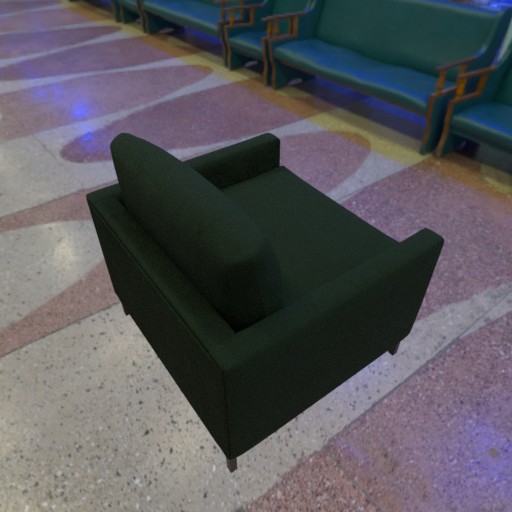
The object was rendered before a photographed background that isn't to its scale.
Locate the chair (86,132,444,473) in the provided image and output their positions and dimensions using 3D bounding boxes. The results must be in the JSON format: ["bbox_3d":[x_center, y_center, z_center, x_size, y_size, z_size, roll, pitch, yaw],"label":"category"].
[{"bbox_3d":[0.000,0.000,1.636,0.866,0.861,0.963,-26,47,-26],"label":"chair"}]
